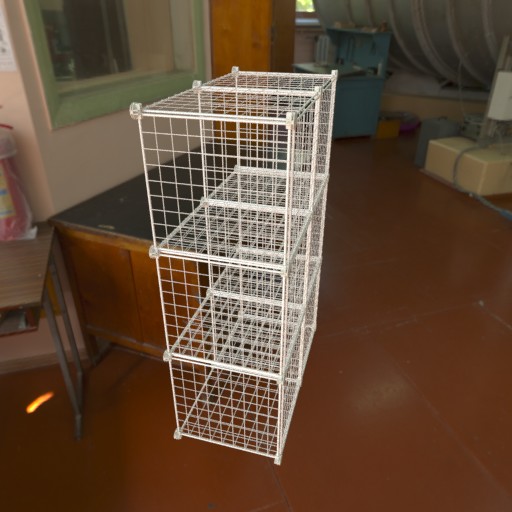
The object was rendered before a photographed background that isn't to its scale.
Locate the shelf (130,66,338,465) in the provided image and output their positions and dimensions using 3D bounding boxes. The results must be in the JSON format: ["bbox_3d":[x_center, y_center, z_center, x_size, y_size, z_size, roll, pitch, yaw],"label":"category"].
[{"bbox_3d":[0.000,0.000,1.452,0.356,1.067,0.711,8,30,14],"label":"shelf"}]
